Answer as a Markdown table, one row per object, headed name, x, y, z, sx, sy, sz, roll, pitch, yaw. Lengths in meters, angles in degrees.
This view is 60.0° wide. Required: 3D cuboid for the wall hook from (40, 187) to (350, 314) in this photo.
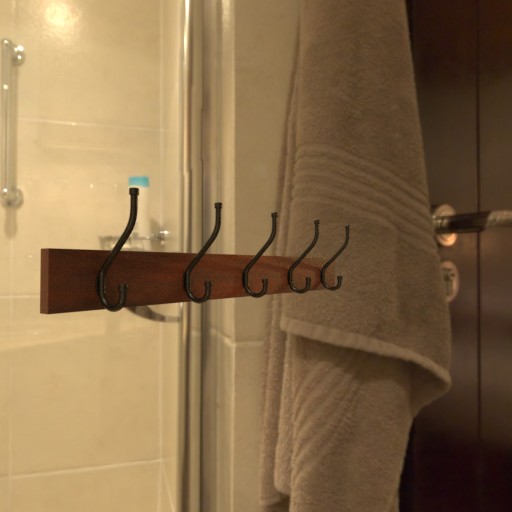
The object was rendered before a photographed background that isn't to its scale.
| name | x | y | z | sx | sy | sz | roll | pitch | yaw |
| --- | --- | --- | --- | --- | --- | --- | --- | --- | --- |
| wall hook | 0.000 | 0.000 | 0.616 | 0.071 | 0.117 | 0.571 | -1 | -2 | 36 |
